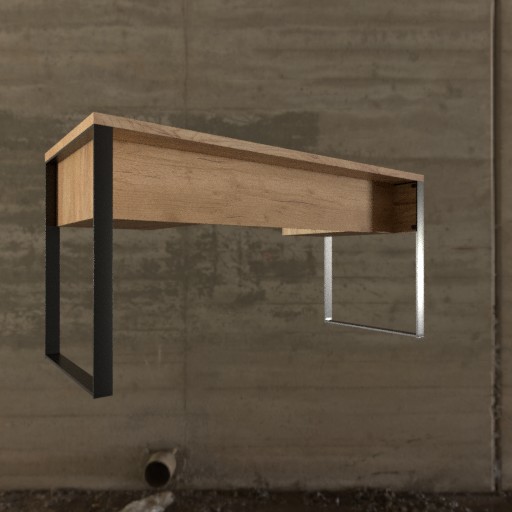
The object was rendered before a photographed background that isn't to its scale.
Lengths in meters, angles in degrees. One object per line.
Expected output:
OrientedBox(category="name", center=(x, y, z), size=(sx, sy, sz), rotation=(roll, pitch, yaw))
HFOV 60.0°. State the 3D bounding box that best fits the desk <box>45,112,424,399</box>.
OrientedBox(category="desk", center=(0.000, 0.000, 1.867), size=(1.520, 0.760, 0.600), rotation=(0, 0, -37))
